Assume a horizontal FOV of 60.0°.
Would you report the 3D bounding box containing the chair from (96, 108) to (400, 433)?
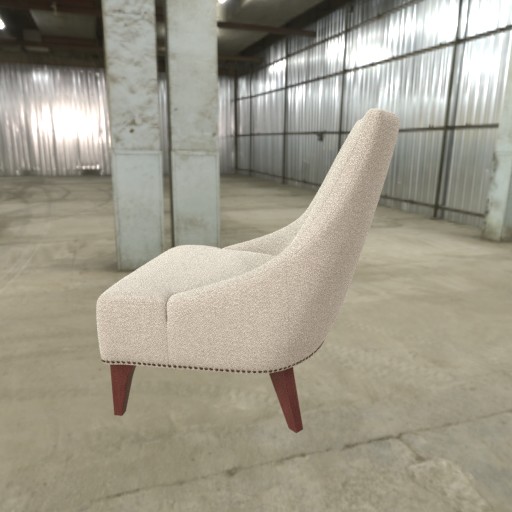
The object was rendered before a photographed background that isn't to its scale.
[{"bbox_3d":[0.000,0.000,1.508,0.861,0.909,0.701,2,14,9],"label":"chair"}]
